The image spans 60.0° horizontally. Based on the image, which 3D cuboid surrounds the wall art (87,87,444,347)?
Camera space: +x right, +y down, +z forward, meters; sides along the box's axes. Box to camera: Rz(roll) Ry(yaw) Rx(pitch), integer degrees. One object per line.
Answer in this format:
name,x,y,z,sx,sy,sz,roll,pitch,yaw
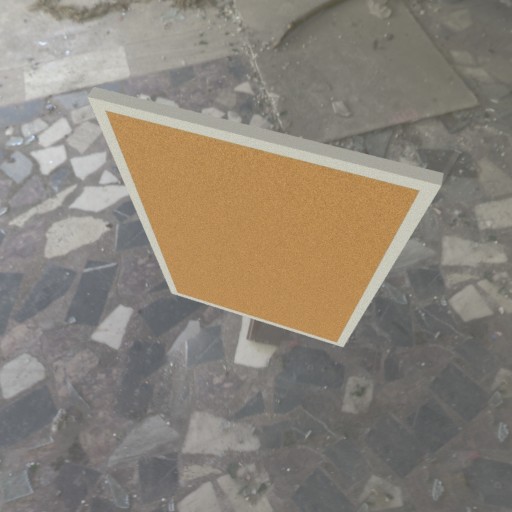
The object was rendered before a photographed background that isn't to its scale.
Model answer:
wall art,0.000,0.000,0.555,0.303,0.433,0.013,16,63,8
